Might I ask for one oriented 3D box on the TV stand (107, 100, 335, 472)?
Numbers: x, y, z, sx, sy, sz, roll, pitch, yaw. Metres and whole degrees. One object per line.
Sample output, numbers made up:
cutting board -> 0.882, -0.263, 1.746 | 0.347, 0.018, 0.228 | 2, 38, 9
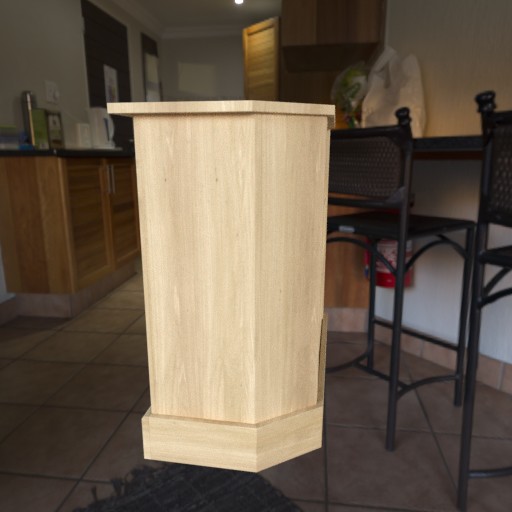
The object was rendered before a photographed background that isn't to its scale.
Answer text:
TV stand -> 0.000, 0.000, 1.303 | 0.425, 0.781, 0.851 | 2, 14, 10
